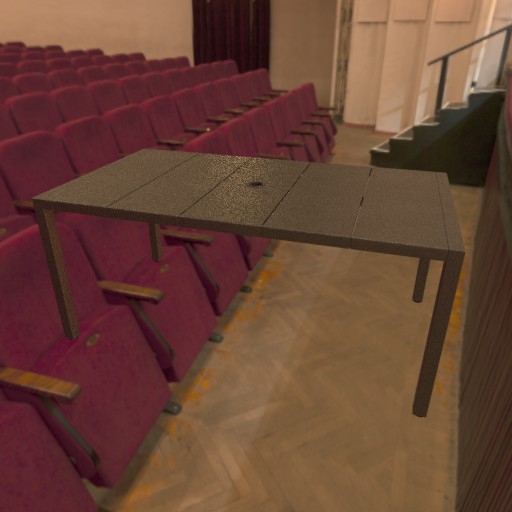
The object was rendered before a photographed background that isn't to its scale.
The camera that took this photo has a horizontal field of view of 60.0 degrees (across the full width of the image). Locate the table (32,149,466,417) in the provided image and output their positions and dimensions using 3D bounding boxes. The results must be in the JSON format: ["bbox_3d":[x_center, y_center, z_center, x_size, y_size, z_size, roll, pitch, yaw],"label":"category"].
[{"bbox_3d":[0.000,0.000,2.179,1.680,0.735,0.914,8,28,15],"label":"table"}]
